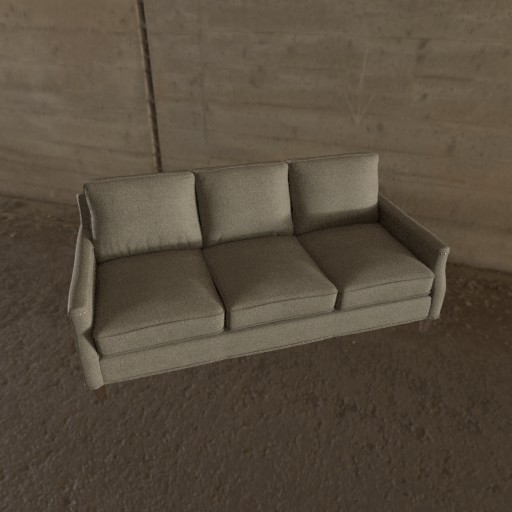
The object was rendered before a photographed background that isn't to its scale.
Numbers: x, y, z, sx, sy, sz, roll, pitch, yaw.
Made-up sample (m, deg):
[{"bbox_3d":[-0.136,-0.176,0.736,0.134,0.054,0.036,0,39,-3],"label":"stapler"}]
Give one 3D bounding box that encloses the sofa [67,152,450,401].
[{"bbox_3d":[0.000,0.000,2.917,2.246,1.003,1.084,-9,33,-13],"label":"sofa"}]
